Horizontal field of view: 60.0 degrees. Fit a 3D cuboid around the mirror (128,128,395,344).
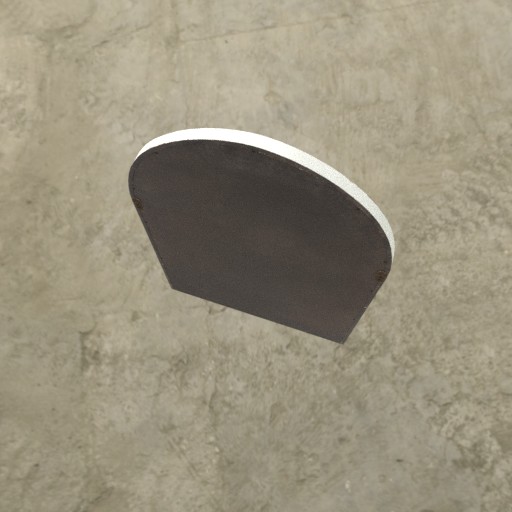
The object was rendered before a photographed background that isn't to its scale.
[{"bbox_3d":[0.000,0.000,1.207,0.660,0.920,0.032,17,65,8],"label":"mirror"}]
